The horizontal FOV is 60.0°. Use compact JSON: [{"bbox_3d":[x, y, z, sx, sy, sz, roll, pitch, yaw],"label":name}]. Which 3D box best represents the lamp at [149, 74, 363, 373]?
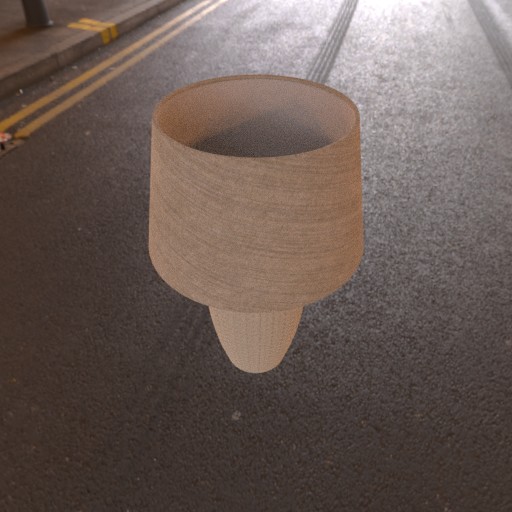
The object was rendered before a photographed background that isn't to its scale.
[{"bbox_3d":[0.000,0.000,0.853,0.390,0.580,0.390,0,41,0],"label":"lamp"}]
